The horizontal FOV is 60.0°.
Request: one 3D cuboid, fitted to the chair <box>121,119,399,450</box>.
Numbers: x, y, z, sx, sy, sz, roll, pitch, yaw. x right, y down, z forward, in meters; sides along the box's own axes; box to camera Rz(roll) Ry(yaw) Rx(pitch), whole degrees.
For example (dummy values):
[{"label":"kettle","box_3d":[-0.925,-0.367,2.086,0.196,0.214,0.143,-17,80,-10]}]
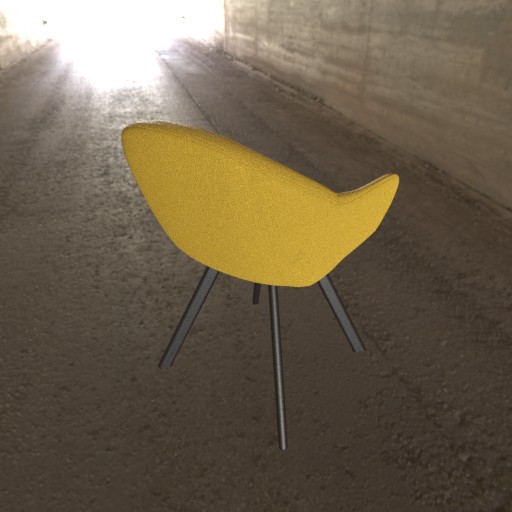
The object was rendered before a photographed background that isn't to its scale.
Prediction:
[{"label":"chair","box_3d":[0.000,0.000,1.163,0.545,0.775,0.565,22,36,33]}]
